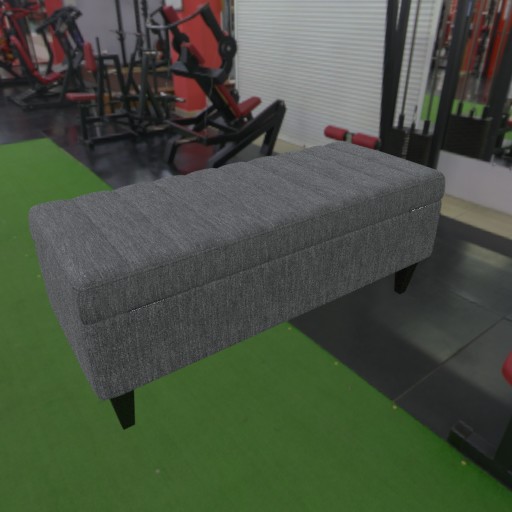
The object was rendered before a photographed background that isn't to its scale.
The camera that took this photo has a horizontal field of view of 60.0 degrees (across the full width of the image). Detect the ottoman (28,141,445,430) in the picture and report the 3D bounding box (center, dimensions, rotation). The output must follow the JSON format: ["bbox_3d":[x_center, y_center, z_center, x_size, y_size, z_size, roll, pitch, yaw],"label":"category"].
[{"bbox_3d":[0.000,0.000,1.371,1.151,0.469,0.482,-19,35,-30],"label":"ottoman"}]
